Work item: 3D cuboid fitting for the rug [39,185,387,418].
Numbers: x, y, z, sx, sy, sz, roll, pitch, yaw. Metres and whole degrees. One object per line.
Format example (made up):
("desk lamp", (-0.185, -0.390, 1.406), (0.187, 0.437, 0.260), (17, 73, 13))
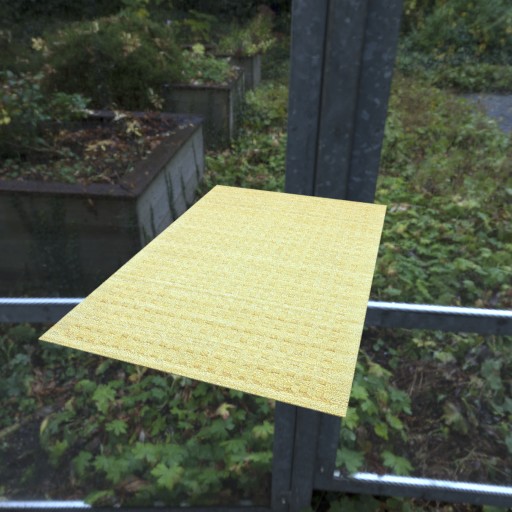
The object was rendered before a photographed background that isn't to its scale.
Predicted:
("rug", (0.000, 0.000, 2.944), (1.524, 0.006, 2.286), (9, 31, 16))
